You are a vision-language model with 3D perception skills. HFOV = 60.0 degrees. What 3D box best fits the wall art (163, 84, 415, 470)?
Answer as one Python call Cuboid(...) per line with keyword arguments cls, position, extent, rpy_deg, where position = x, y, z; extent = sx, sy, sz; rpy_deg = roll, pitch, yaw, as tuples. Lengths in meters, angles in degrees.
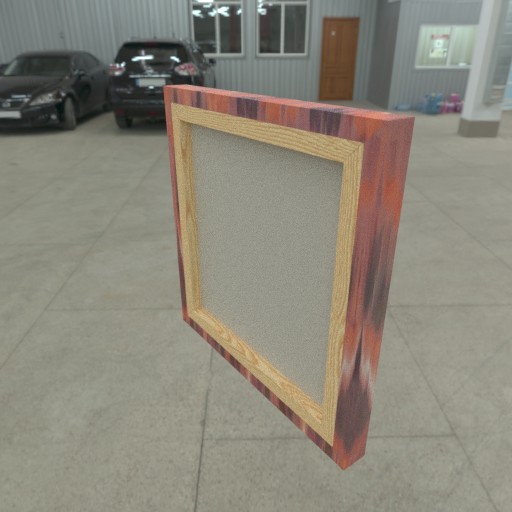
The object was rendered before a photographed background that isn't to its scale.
Cuboid(cls="wall art", position=(0.000, 0.000, 0.599), extent=(0.038, 0.406, 0.403), rpy_deg=(-18, 31, -33))
